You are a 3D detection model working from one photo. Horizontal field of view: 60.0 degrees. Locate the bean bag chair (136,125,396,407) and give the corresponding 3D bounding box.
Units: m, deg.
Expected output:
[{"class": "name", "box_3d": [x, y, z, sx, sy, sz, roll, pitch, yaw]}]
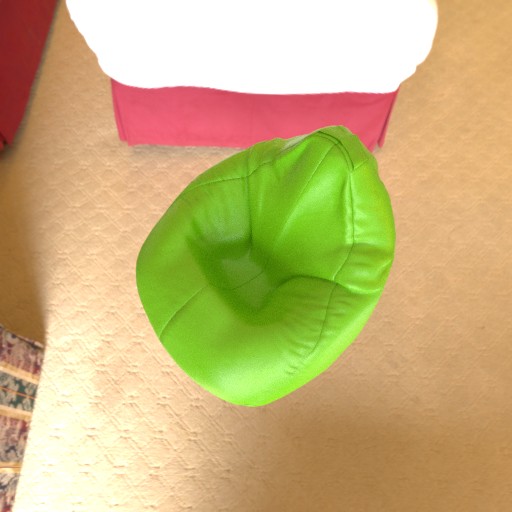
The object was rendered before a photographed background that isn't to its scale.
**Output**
[{"class": "bean bag chair", "box_3d": [0.000, 0.000, 1.921, 1.070, 0.990, 1.070, -33, 69, -15]}]
